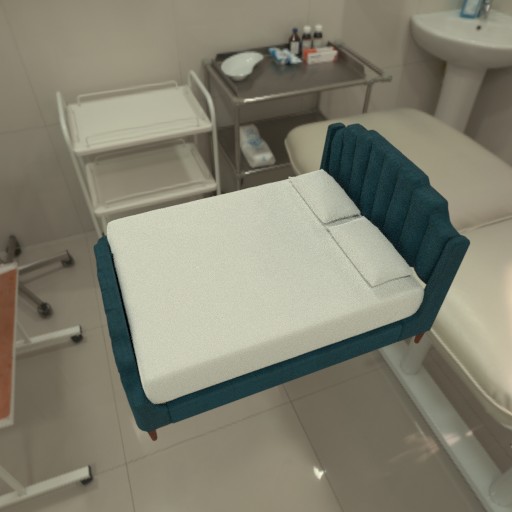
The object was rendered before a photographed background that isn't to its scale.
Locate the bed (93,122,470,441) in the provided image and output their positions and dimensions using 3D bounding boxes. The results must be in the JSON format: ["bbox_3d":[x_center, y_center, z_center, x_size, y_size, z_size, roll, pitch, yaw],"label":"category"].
[{"bbox_3d":[0.000,0.000,3.414,2.322,1.351,1.676,-16,47,-15],"label":"bed"}]
